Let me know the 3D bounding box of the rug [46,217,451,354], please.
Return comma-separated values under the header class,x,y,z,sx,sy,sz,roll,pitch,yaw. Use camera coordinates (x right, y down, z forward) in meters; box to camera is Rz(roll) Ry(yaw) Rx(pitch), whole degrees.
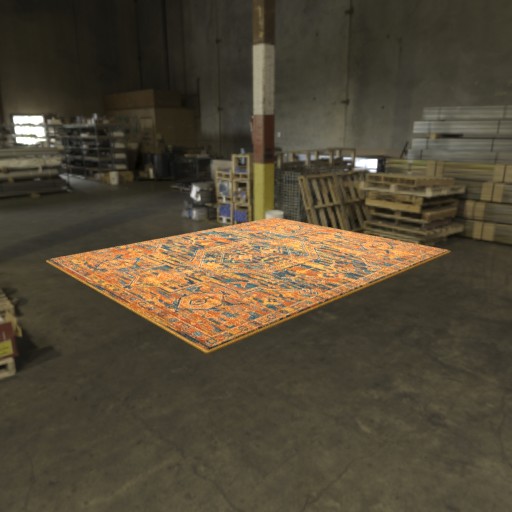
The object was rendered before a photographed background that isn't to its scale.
class,x,y,z,sx,sy,sz,roll,pitch,yaw
rug,0.000,0.000,4.248,3.040,0.031,2.435,-14,21,-42
